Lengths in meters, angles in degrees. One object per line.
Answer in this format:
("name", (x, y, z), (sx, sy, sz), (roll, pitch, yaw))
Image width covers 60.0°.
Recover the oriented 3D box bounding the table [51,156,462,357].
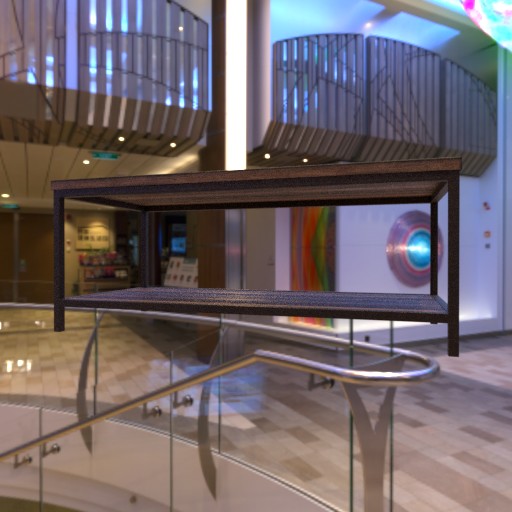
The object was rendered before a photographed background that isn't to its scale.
("table", (0.000, 0.000, 1.238), (0.990, 0.399, 0.452), (0, 0, 17))
